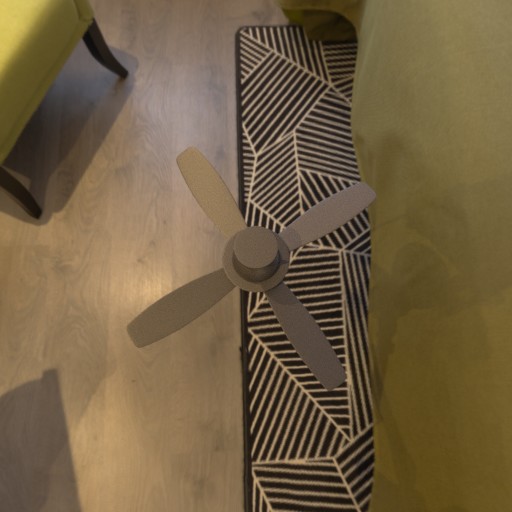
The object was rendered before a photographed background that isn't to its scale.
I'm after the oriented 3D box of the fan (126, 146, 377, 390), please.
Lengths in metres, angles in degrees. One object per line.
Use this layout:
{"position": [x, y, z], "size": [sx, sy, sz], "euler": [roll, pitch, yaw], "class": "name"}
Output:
{"position": [0.000, 0.000, 2.527], "size": [1.694, 0.382, 1.694], "euler": [-32, 78, -8], "class": "fan"}
